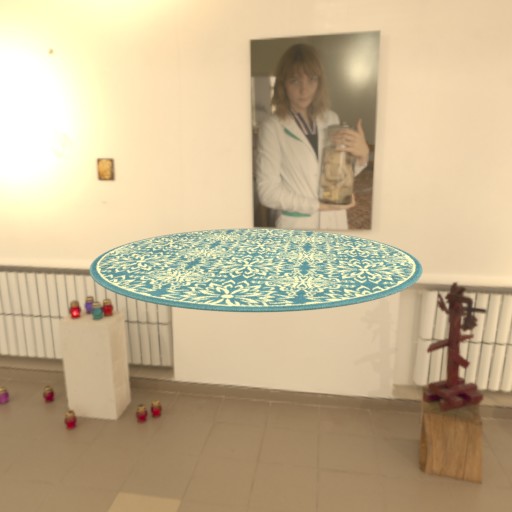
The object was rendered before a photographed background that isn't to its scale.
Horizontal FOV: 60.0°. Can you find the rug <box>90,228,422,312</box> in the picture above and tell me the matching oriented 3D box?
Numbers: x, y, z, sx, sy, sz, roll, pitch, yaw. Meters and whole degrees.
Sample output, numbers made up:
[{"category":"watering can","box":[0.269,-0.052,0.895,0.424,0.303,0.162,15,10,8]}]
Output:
[{"category":"rug","box":[0.000,0.000,2.256,1.593,0.012,1.593,0,13,0]}]
